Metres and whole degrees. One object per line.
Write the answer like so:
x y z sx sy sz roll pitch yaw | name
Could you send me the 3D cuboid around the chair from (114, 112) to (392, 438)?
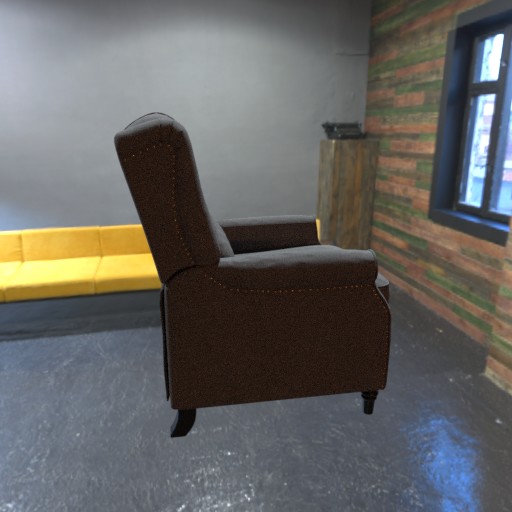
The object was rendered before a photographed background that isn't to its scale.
0.000 0.000 1.684 0.898 1.035 0.742 -3 16 -9 | chair
